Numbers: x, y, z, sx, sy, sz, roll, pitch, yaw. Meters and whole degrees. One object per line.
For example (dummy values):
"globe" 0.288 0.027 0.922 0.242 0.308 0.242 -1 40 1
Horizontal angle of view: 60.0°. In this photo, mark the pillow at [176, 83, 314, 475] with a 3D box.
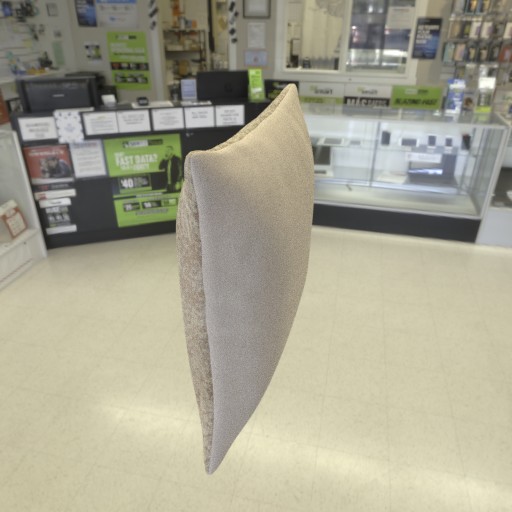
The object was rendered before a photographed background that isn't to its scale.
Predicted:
"pillow" 0.000 0.000 0.783 0.166 0.510 0.523 8 30 14
